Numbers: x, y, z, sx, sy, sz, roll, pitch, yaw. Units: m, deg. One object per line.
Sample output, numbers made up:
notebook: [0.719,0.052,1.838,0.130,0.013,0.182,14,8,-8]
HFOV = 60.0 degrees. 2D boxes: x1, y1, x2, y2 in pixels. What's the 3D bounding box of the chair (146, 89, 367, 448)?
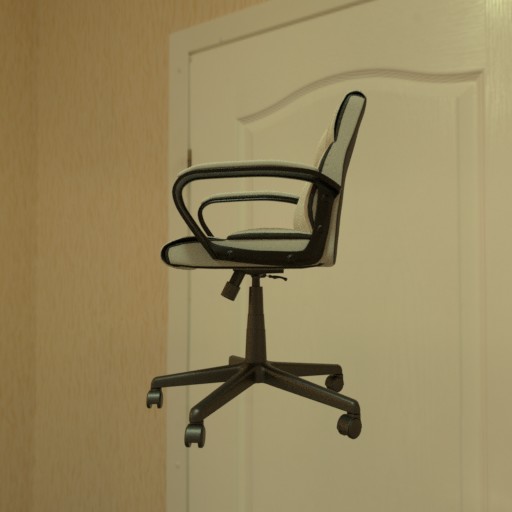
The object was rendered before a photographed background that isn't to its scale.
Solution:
chair: [0.000,0.000,1.493,0.717,1.004,0.739,0,-1,1]
